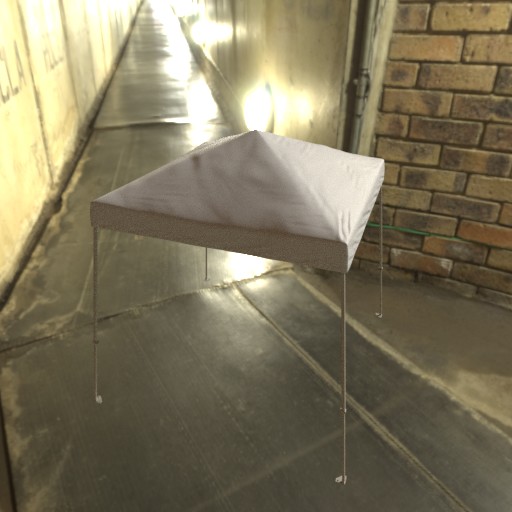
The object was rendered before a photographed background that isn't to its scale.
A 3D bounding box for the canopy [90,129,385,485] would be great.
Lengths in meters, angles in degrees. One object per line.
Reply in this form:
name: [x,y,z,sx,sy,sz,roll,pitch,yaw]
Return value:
canopy: [0.000,0.000,6.387,3.599,3.600,3.600,10,30,18]
